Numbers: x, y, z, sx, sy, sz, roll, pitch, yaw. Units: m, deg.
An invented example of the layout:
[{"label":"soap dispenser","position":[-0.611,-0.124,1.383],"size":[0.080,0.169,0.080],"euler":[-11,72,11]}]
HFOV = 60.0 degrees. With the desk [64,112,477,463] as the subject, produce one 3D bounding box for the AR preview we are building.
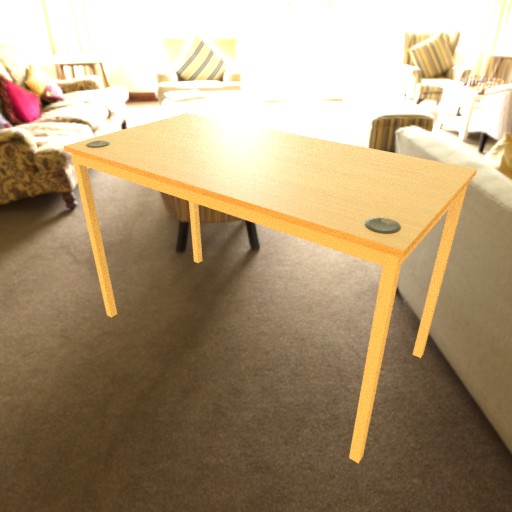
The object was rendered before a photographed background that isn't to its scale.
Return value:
[{"label":"desk","position":[0.000,0.000,1.614],"size":[1.200,0.750,0.600],"euler":[21,37,31]}]
